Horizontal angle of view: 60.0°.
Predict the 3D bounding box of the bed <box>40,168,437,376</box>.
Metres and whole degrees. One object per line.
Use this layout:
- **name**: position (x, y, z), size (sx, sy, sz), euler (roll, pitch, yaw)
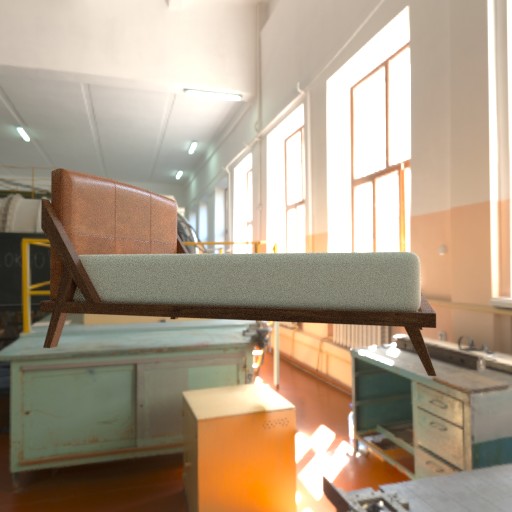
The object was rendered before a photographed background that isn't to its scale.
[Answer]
- **bed**: position (0.000, 0.000, 3.211), size (2.311, 1.168, 1.651), euler (0, -1, 18)
